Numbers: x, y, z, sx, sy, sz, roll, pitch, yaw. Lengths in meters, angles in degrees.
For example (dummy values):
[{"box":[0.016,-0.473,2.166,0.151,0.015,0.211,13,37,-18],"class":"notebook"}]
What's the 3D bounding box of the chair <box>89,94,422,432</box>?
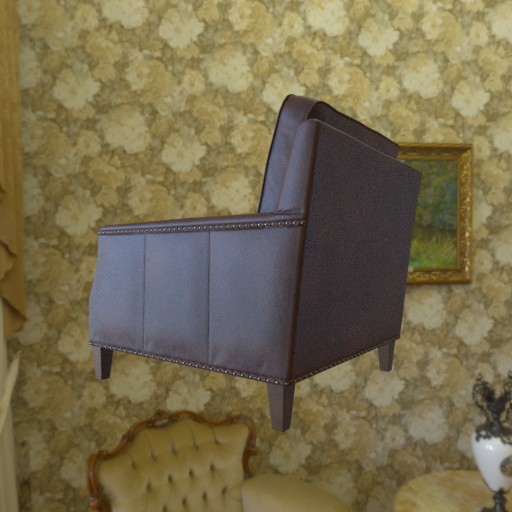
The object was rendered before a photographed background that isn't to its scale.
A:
[{"box":[0.000,0.000,1.720,1.014,0.929,0.853,0,0,37],"class":"chair"}]
